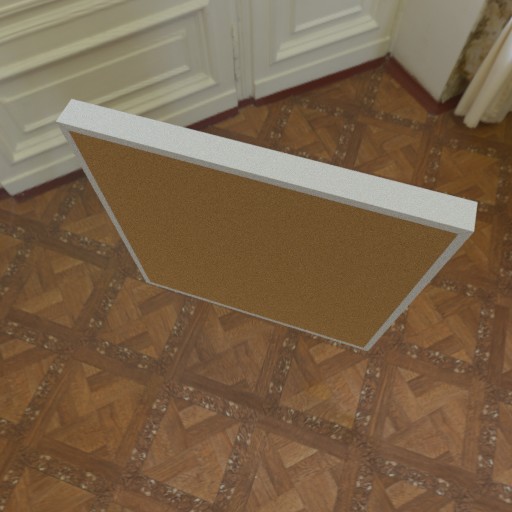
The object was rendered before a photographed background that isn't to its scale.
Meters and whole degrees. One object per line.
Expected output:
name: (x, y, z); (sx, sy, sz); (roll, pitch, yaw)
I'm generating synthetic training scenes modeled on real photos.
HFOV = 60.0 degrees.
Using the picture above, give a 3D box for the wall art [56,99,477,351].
wall art: (0.000, 0.000, 0.449); (0.304, 0.304, 0.024); (16, 65, 8)
